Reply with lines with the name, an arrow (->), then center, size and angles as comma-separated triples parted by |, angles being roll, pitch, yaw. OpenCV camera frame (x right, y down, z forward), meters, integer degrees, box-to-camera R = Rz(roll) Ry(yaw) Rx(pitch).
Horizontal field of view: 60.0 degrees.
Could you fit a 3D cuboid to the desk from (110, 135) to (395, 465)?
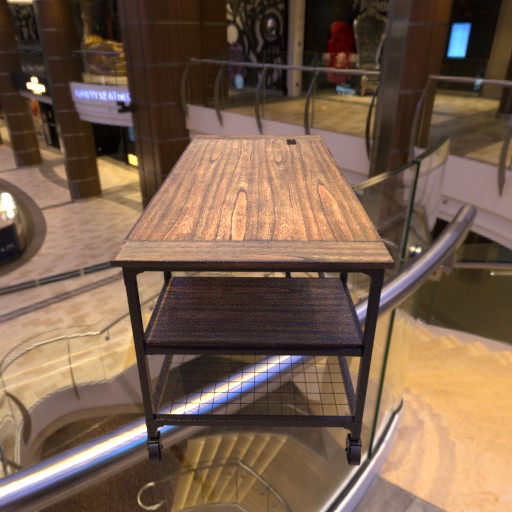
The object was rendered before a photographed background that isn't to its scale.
desk -> 0.000, 0.000, 1.968 | 0.711, 0.751, 1.590 | 0, 27, 1
